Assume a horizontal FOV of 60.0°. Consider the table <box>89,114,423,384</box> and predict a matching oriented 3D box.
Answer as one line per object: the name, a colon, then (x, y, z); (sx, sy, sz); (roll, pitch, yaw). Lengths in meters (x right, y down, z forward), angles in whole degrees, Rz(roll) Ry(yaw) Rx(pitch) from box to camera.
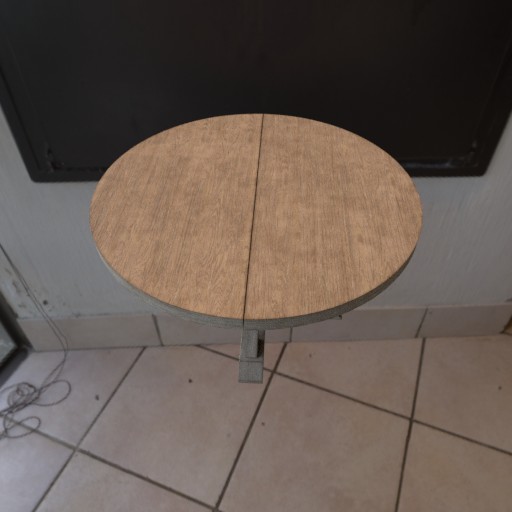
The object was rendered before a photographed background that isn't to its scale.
table: (0.000, 0.000, 2.143); (1.363, 0.781, 1.363); (0, 44, 0)
